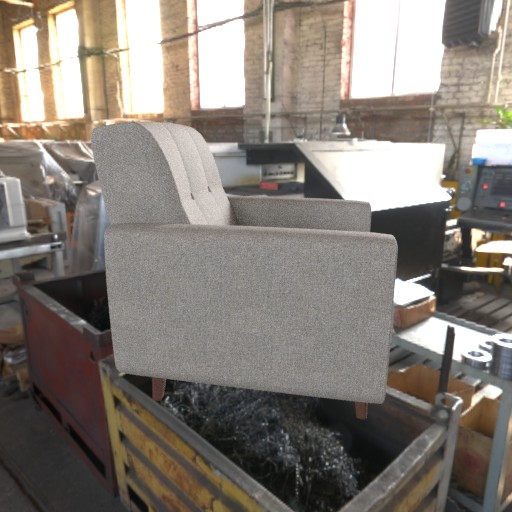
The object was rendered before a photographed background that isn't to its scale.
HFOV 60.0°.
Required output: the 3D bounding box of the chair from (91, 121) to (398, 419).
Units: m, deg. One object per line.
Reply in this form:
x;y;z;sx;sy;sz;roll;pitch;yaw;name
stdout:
0.000;0.000;1.672;0.942;0.968;0.845;2;15;8;chair
